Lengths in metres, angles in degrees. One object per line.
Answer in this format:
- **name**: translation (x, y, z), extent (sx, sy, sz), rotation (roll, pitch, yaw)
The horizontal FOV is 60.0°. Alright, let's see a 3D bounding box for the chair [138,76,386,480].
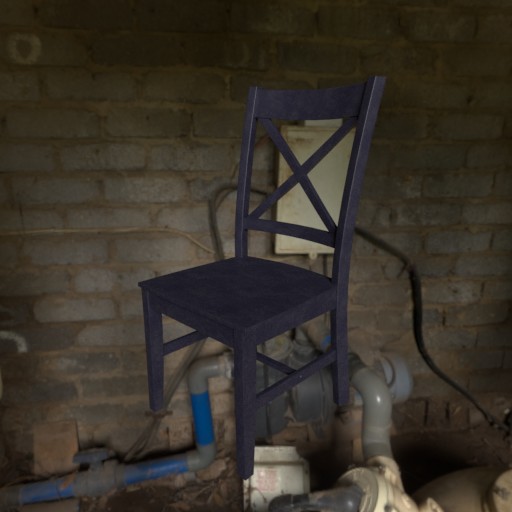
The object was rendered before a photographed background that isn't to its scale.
- **chair**: translation (0.000, 0.000, 1.302), extent (0.485, 0.983, 0.542), rotation (15, 22, 42)
